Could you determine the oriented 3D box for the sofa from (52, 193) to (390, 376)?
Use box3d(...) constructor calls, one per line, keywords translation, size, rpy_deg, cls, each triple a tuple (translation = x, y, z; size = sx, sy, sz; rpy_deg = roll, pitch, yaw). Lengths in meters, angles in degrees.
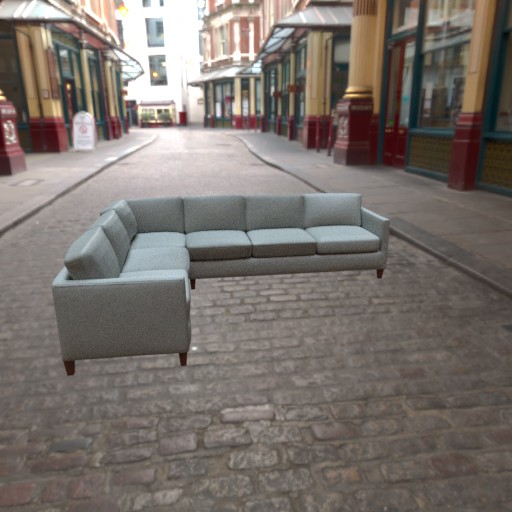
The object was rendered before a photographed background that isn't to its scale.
box3d(translation=(0.000, 0.000, 4.549), size=(3.301, 0.947, 2.592), rpy_deg=(-3, 17, -9), cls="sofa")
